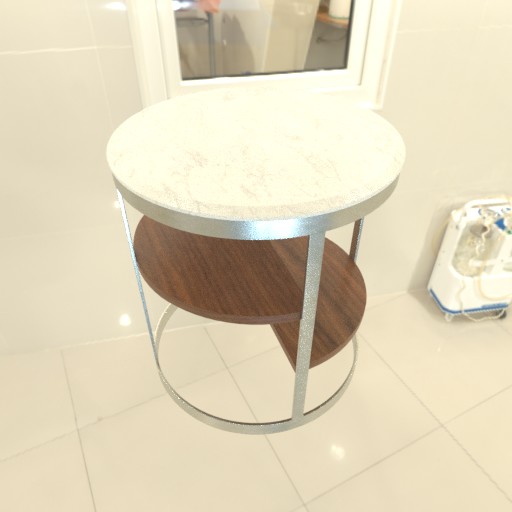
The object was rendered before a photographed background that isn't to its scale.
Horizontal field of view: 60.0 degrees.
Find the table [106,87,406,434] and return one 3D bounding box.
[{"bbox_3d":[0.000,0.000,0.760,0.407,0.447,0.407,0,39,0],"label":"table"}]
